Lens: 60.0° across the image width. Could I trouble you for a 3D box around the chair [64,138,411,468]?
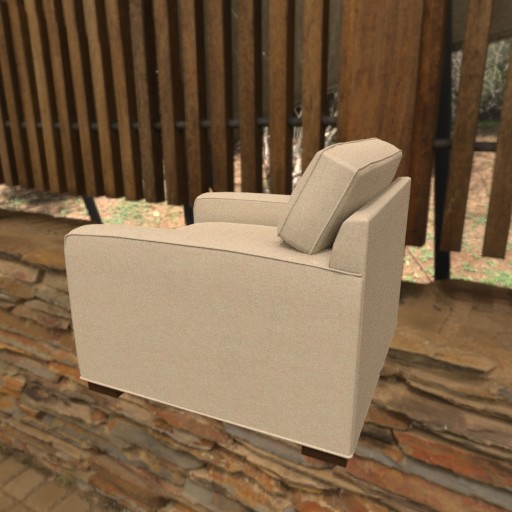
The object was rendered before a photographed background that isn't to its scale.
[{"bbox_3d":[0.000,0.000,1.782,1.043,0.913,0.998,7,18,23],"label":"chair"}]
